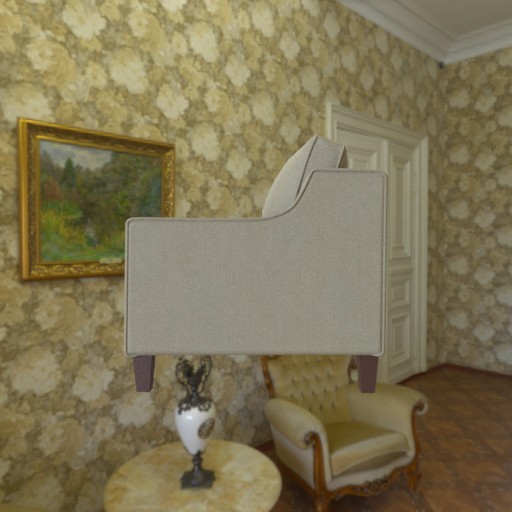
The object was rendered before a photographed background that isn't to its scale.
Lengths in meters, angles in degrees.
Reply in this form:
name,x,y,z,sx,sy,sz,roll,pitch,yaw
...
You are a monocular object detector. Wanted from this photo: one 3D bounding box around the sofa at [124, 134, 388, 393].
name,x,y,z,sx,sy,sz,roll,pitch,yaw
sofa,0.000,0.000,2.837,1.066,1.071,2.178,0,1,1
